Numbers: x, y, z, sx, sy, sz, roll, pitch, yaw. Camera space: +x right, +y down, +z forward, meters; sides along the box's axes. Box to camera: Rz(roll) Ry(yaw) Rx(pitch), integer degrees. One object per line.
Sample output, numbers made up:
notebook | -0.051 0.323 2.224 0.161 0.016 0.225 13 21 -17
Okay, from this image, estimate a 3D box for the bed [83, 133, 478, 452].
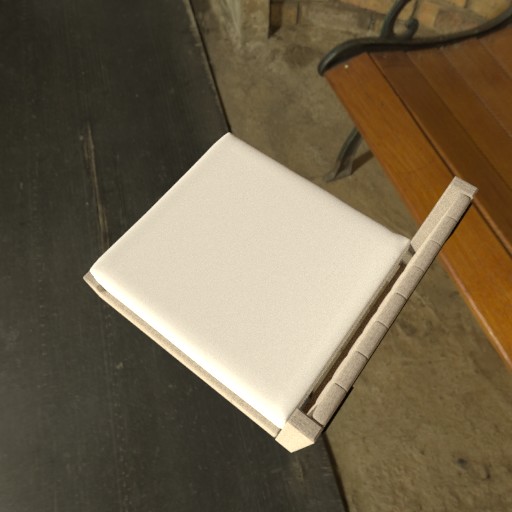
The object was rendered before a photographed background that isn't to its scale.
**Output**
bed | 0.000 0.000 3.796 2.372 1.748 2.044 34 69 15
